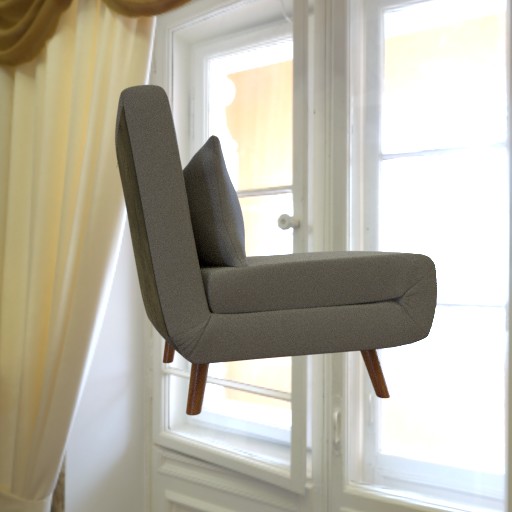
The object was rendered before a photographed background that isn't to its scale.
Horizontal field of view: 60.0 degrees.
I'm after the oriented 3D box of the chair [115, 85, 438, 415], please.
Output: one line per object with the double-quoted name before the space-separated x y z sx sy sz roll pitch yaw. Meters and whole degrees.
"chair" 0.000 0.000 1.490 0.902 0.808 0.770 0 0 -18
